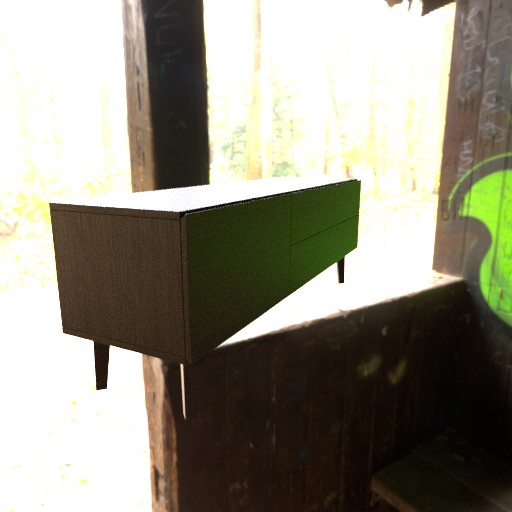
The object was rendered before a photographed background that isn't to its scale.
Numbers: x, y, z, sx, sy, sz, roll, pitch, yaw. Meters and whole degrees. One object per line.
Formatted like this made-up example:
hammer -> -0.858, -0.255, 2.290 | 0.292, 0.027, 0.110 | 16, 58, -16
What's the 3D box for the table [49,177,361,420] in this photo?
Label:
table -> 0.000, 0.000, 1.637 | 0.405, 0.508, 1.397 | 7, 14, 26
